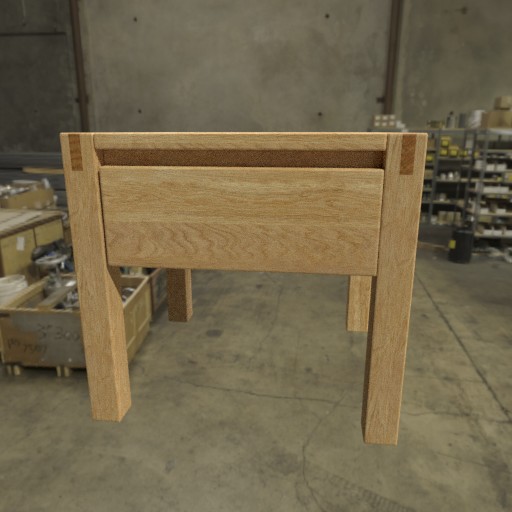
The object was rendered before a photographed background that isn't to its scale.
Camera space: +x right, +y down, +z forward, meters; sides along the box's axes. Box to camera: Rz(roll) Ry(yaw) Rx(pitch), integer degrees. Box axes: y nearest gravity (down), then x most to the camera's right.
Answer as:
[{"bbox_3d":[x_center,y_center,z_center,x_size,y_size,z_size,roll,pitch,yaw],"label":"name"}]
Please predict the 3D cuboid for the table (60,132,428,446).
[{"bbox_3d":[0.000,0.000,0.839,0.480,0.450,0.440,2,16,7],"label":"table"}]
